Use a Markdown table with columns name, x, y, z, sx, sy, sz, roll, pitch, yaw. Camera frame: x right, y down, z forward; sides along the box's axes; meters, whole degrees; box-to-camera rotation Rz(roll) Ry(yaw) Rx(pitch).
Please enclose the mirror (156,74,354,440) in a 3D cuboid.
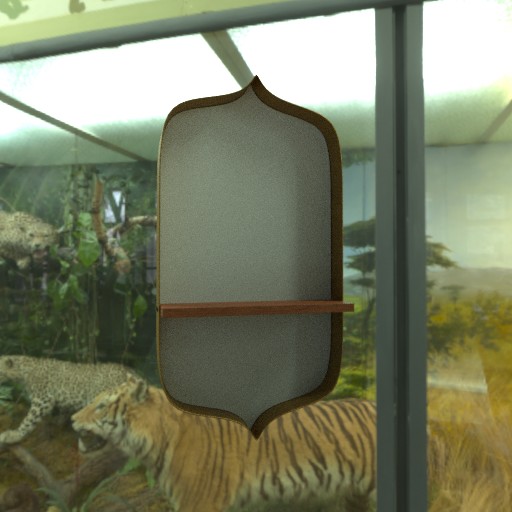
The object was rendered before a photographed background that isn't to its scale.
| name | x | y | z | sx | sy | sz | roll | pitch | yaw |
| --- | --- | --- | --- | --- | --- | --- | --- | --- | --- |
| mirror | 0.000 | 0.000 | 0.745 | 0.323 | 0.613 | 0.096 | 0 | -1 | -17 |
